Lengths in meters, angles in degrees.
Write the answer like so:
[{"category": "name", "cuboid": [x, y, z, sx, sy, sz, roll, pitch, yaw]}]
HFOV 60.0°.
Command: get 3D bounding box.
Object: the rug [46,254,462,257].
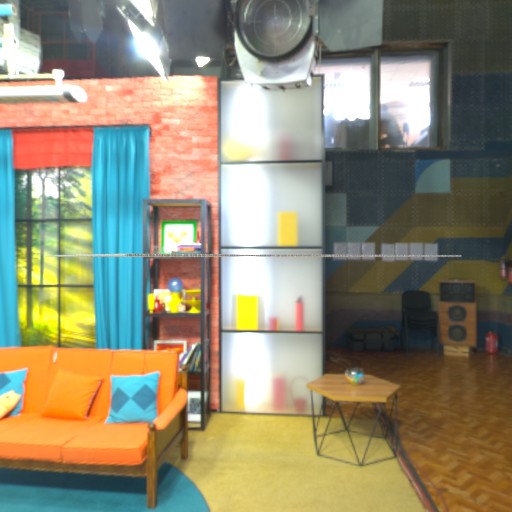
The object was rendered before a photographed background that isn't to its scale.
[{"category": "rug", "cuboid": [0.000, 0.000, 2.322, 1.815, 0.007, 1.226, 0, 0, -35]}]
